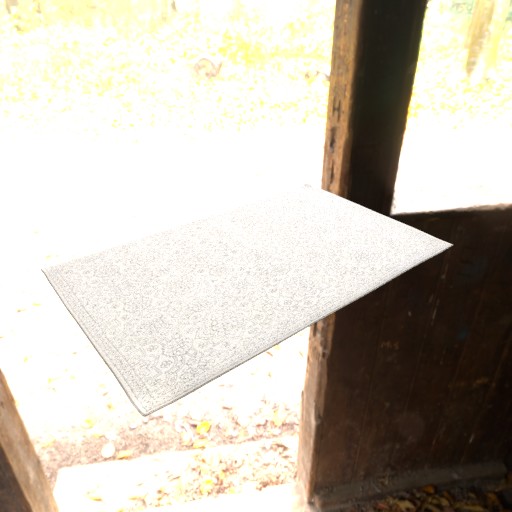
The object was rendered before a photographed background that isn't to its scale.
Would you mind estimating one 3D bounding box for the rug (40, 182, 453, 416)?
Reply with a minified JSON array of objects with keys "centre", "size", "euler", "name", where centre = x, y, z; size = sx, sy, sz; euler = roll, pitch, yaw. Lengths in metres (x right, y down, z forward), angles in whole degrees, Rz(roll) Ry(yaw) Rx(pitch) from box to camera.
[{"centre":[0.000,0.000,2.436],"size":[1.947,0.023,1.214],"euler":[-22,38,-32],"name":"rug"}]
